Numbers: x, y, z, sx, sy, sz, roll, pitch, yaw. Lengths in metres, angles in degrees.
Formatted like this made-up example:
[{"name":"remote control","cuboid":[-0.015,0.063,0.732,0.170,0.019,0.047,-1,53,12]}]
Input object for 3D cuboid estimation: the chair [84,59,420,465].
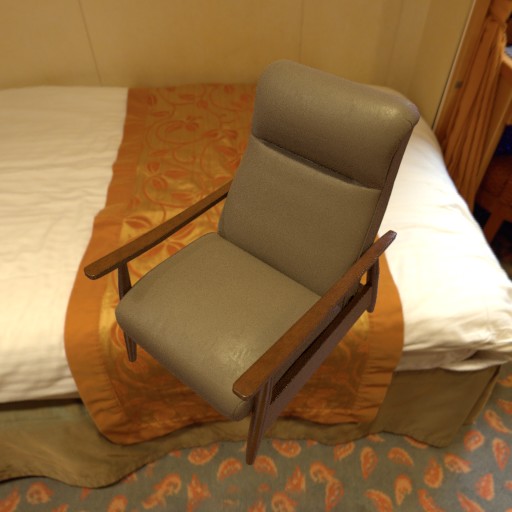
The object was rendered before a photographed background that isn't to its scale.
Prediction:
[{"name":"chair","cuboid":[0.000,0.000,1.725,0.762,1.082,1.014,31,54,26]}]
